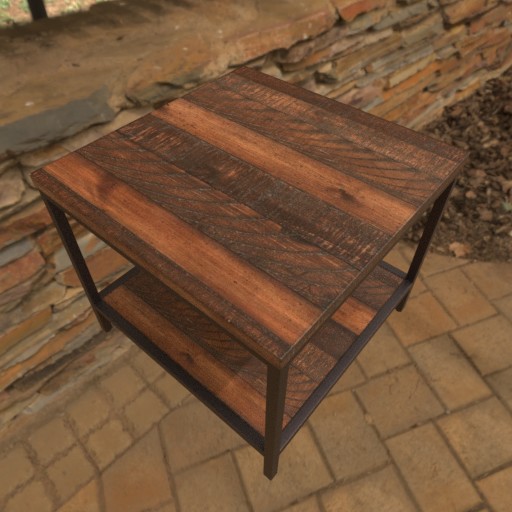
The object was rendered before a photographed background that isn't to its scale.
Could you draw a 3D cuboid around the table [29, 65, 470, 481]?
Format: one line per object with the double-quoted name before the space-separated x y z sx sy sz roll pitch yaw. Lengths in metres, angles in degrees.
"table" 0.000 0.000 0.954 0.548 0.482 0.553 32 55 26
